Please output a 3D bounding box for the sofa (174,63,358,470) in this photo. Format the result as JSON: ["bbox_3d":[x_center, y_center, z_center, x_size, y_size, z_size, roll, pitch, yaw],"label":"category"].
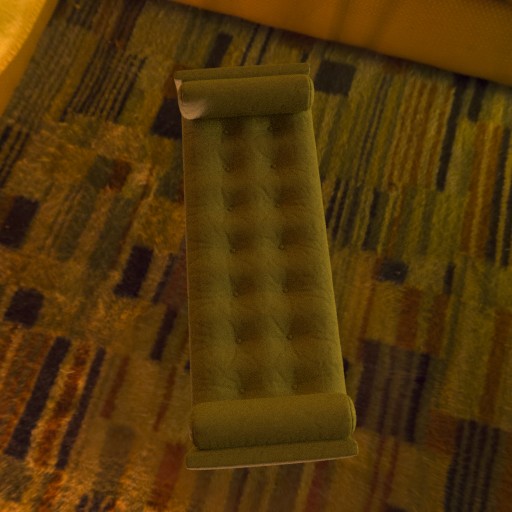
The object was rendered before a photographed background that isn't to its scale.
[{"bbox_3d":[0.000,0.000,2.520,0.796,0.705,2.102,-4,74,-1],"label":"sofa"}]
